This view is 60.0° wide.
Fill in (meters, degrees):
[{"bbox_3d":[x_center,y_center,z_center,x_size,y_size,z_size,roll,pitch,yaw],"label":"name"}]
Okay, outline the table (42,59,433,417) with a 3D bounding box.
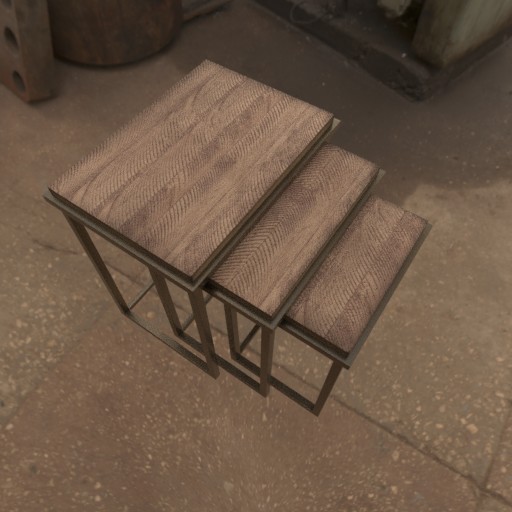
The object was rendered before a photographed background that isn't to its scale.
[{"bbox_3d":[0.000,0.000,1.185,0.706,0.610,0.559,30,62,18],"label":"table"}]
